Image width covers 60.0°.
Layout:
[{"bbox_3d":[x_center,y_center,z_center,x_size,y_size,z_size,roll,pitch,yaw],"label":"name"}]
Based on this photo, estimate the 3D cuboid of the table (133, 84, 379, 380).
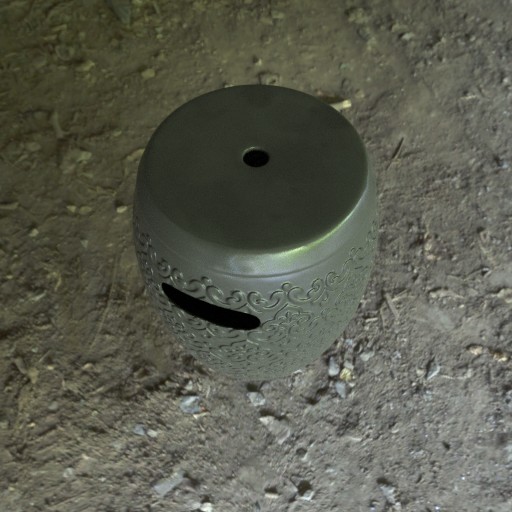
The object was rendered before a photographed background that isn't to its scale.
[{"bbox_3d":[0.000,0.000,0.621,0.309,0.397,0.309,0,59,0],"label":"table"}]
